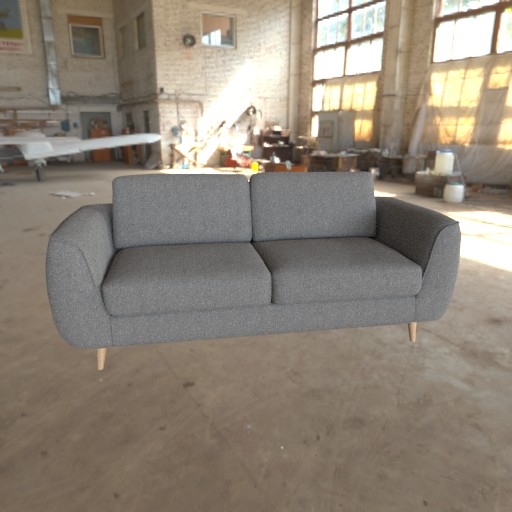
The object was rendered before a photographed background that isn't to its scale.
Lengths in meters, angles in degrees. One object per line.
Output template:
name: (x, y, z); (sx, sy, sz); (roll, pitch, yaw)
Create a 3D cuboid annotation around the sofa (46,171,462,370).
sofa: (0.000, 0.000, 2.459); (2.000, 0.870, 0.920); (-3, 16, -10)
